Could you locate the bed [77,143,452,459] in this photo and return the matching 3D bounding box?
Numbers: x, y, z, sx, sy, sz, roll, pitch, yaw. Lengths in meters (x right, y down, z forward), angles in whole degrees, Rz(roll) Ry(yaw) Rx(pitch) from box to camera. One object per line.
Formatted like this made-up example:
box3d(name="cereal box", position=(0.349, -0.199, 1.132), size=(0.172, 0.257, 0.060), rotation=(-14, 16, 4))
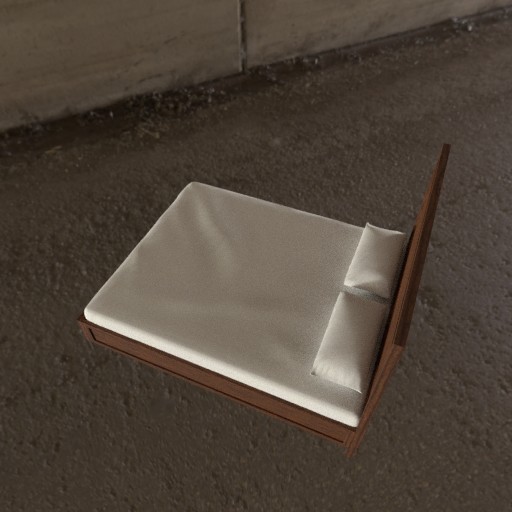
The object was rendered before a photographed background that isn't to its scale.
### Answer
box3d(name="bed", position=(0.000, 0.000, 3.391), size=(2.218, 1.487, 1.765), rotation=(17, 50, 15))
